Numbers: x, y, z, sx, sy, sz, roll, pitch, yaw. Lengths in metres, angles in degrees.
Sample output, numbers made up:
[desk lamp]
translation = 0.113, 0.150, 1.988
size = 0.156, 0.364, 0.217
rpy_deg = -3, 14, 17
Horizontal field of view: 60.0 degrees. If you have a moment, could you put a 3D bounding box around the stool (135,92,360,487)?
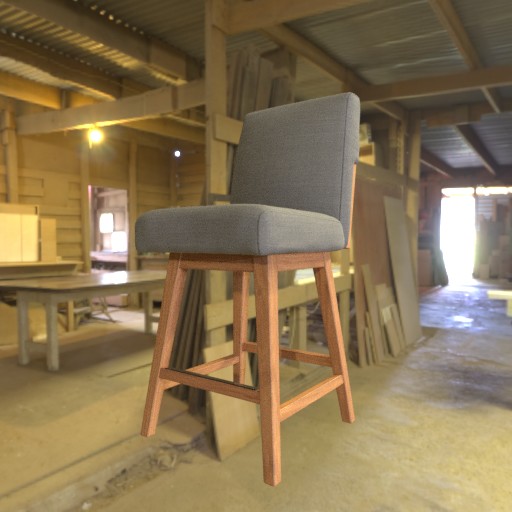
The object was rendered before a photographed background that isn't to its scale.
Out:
[stool]
translation = 0.000, 0.000, 1.314
size = 0.459, 1.019, 0.570
rpy_deg = 1, 3, 36
